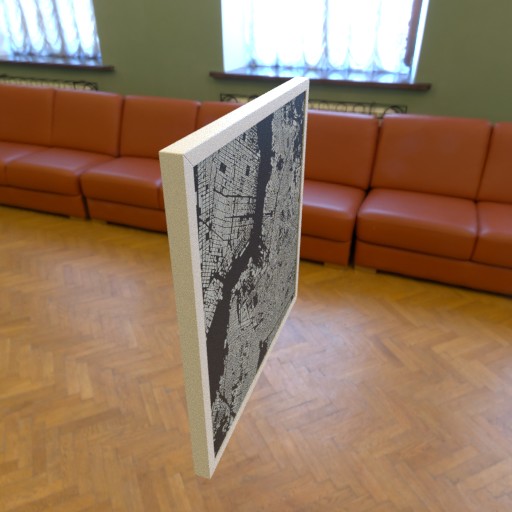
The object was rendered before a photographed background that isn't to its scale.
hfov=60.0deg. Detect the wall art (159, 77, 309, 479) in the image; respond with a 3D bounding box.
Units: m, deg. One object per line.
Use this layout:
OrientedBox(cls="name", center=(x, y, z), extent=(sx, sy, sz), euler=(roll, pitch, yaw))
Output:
OrientedBox(cls="wall art", center=(0.000, 0.000, 1.142), extent=(0.050, 0.762, 0.761), euler=(10, 32, 17))
